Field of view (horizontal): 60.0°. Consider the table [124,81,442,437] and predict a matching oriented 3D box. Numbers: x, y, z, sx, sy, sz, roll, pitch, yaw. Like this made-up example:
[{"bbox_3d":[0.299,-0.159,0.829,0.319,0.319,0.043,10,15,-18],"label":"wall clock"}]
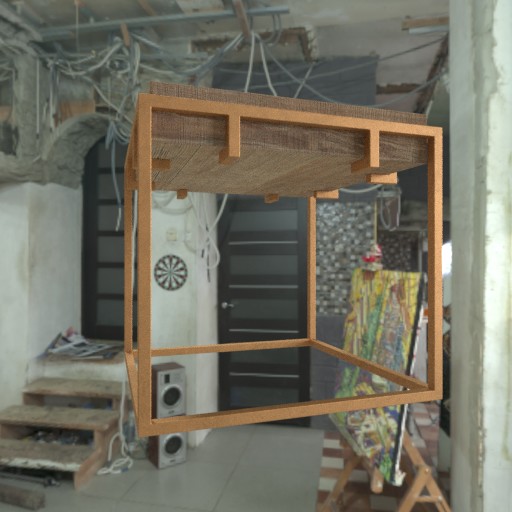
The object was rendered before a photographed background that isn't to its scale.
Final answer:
[{"bbox_3d":[0.000,0.000,1.091,0.599,0.584,0.599,0,0,-19],"label":"table"}]
